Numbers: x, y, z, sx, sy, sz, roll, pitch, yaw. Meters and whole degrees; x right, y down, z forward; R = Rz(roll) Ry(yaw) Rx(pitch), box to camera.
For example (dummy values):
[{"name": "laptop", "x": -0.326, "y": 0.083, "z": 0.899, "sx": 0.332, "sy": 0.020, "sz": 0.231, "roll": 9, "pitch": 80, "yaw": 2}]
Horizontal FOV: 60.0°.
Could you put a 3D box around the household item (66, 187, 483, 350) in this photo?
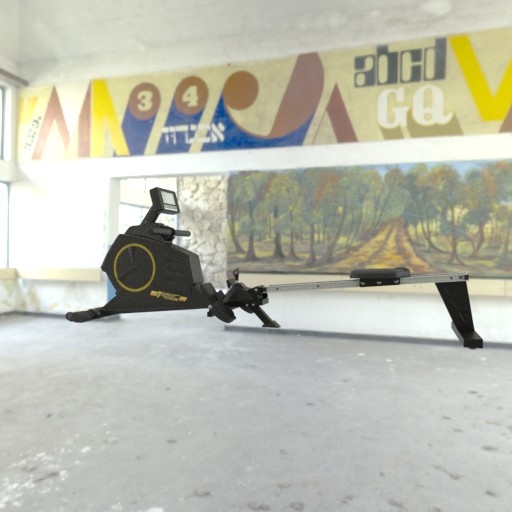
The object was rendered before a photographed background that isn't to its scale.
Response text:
[{"name": "household item", "x": 0.000, "y": 0.000, "z": 2.522, "sx": 2.251, "sy": 0.810, "sz": 0.521, "roll": 0, "pitch": 1, "yaw": 18}]
